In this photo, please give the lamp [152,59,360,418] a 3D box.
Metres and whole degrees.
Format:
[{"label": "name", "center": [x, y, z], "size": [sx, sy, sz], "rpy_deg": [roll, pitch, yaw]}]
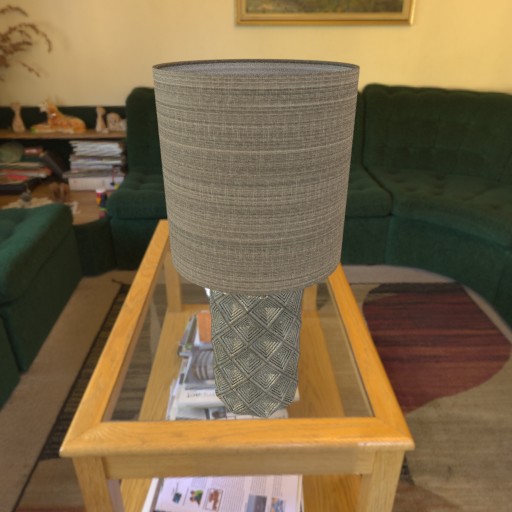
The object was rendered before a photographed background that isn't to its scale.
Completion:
[{"label": "lamp", "center": [0.000, 0.000, 0.714], "size": [0.268, 0.566, 0.269], "rpy_deg": [-9, 28, -17]}]
